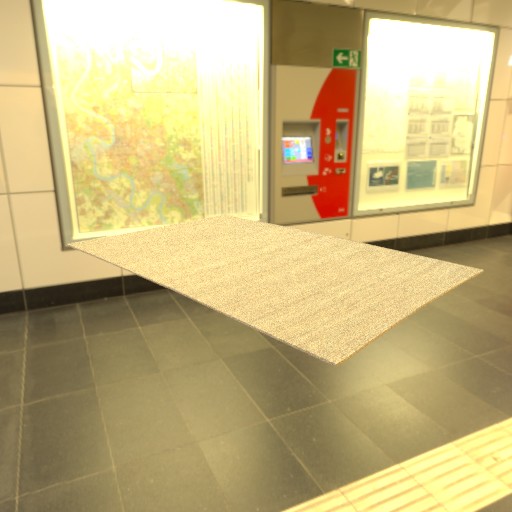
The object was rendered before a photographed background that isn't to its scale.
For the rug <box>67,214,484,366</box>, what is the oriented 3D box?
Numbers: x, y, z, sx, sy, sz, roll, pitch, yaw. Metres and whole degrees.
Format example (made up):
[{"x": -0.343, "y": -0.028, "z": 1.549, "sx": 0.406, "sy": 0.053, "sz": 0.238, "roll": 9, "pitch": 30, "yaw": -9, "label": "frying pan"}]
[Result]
[{"x": 0.000, "y": 0.000, "z": 2.253, "sx": 1.179, "sy": 0.022, "sz": 1.820, "roll": -16, "pitch": 23, "yaw": -42, "label": "rug"}]
